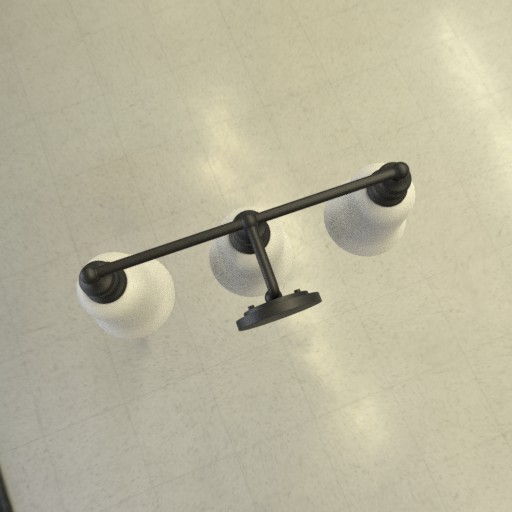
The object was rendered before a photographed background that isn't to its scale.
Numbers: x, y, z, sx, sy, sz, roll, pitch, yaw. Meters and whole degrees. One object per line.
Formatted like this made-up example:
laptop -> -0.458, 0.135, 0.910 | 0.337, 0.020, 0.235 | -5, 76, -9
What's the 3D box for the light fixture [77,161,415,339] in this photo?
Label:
light fixture -> 0.000, 0.000, 0.658 | 0.570, 0.211, 0.198 | -19, 78, -4
